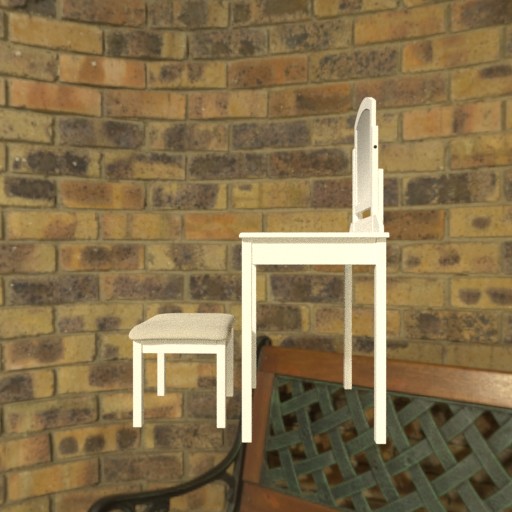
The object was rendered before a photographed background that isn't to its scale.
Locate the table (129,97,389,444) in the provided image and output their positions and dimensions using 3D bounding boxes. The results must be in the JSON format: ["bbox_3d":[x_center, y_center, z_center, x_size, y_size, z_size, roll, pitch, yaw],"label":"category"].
[{"bbox_3d":[0.000,0.000,2.348,1.211,1.631,0.876,0,0,1],"label":"table"}]
